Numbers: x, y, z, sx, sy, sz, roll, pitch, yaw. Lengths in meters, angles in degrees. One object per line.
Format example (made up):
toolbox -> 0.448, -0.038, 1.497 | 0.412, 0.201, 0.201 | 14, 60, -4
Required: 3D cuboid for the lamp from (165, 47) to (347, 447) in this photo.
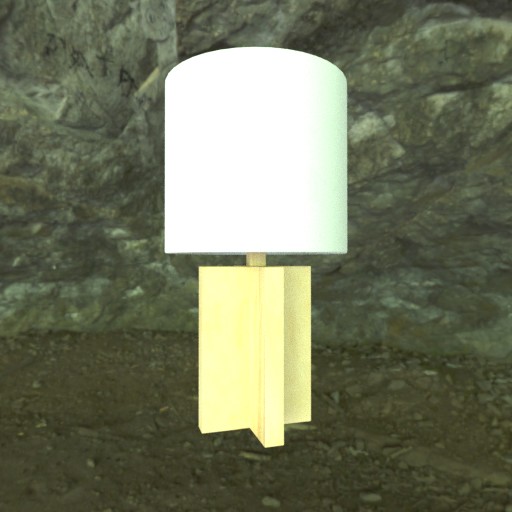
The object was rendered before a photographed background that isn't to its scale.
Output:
lamp -> 0.000, 0.000, 0.566 | 0.229, 0.428, 0.229 | 0, -1, -17
